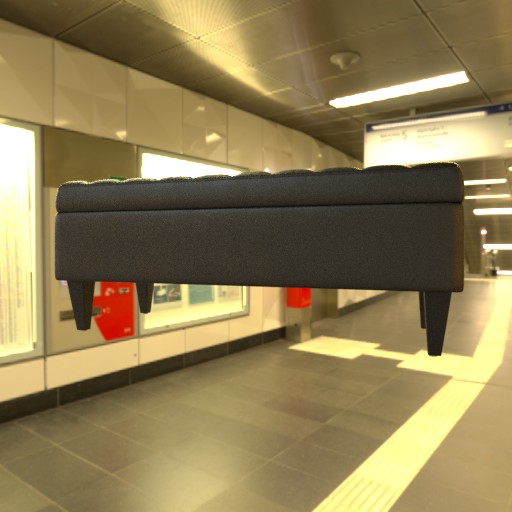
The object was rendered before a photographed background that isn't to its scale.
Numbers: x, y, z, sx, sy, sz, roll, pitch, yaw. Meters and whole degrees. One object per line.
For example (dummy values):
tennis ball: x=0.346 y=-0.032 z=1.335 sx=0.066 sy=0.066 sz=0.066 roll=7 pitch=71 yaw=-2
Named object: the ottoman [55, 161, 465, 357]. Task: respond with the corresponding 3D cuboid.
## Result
ottoman: x=0.000 y=0.000 z=1.398 sx=1.151 sy=0.469 sz=0.482 roll=1 pitch=2 yaw=18
